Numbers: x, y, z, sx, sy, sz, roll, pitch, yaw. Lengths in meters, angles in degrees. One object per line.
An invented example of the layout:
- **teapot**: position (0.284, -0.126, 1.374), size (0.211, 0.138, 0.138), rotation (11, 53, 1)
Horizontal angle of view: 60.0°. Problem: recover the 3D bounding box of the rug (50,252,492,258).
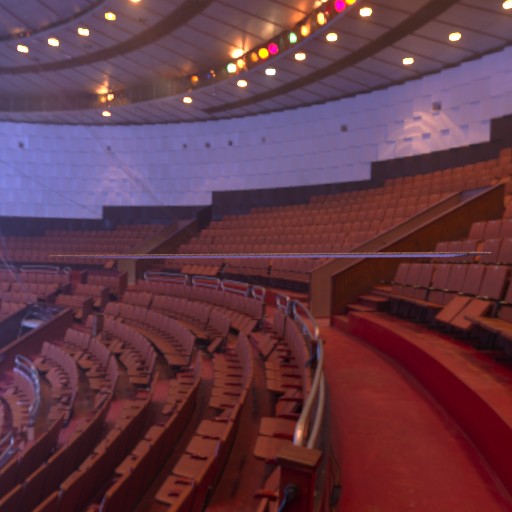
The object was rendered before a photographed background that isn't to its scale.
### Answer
- **rug**: position (0.000, 0.000, 2.684), size (2.440, 0.013, 0.769), rotation (0, -1, 19)
